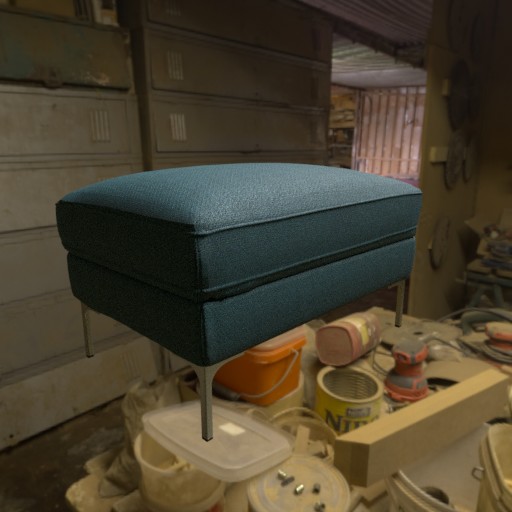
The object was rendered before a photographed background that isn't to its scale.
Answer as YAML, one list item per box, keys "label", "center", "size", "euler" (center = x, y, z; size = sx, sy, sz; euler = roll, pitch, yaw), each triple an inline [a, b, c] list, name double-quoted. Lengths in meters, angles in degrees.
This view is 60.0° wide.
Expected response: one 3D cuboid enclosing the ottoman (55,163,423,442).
- label: "ottoman"
  center: [0.000, 0.000, 1.214]
  size: [0.563, 0.498, 0.856]
  euler: [14, 19, 43]
